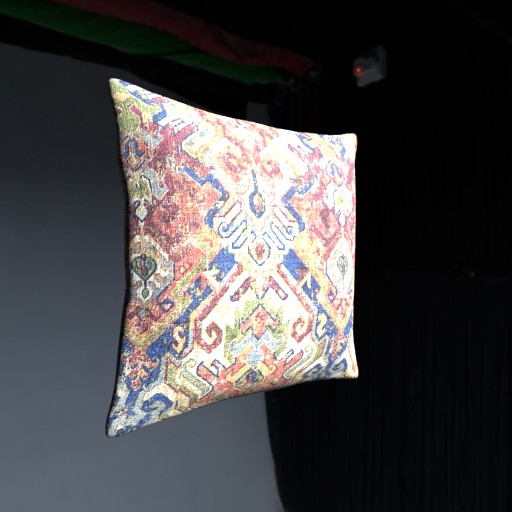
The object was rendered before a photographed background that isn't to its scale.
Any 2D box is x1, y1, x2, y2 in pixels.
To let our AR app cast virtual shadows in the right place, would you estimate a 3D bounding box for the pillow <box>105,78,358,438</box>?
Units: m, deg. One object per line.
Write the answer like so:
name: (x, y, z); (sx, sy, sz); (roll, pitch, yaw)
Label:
pillow: (0.000, 0.000, 0.772); (0.523, 0.506, 0.166); (0, 0, -36)
